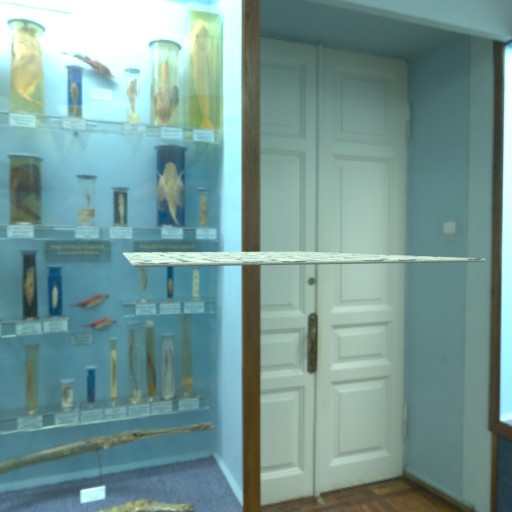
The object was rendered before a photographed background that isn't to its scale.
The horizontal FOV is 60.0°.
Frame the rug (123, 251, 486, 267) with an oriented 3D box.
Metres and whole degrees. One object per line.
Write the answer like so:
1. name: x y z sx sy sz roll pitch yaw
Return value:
1. rug: 0.000 0.000 3.914 2.211 0.021 2.910 0 2 -18
